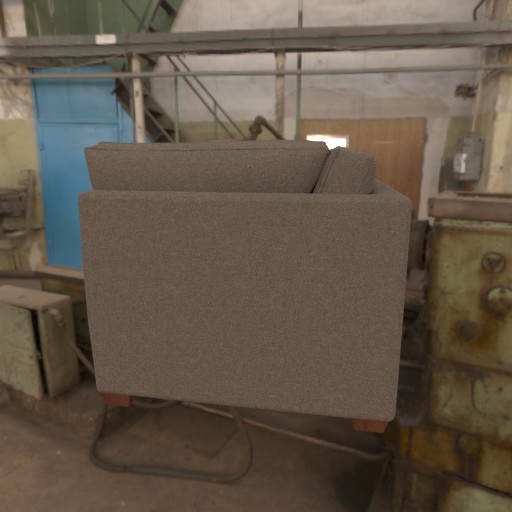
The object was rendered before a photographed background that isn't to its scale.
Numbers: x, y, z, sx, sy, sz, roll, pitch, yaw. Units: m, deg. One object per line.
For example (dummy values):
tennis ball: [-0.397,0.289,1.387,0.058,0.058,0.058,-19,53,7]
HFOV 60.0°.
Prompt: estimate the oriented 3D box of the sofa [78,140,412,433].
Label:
sofa: [0.000,0.000,2.011,1.146,1.002,1.084,2,13,10]
